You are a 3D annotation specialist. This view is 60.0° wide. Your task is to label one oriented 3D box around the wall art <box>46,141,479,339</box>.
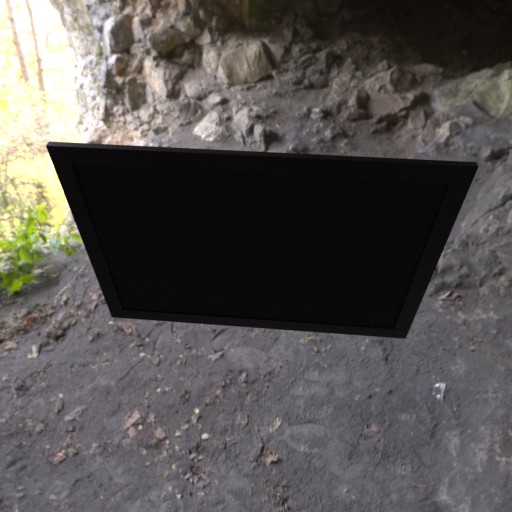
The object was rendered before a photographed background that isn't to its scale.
[{"bbox_3d":[0.000,0.000,0.837,0.660,0.447,0.013,4,46,4],"label":"wall art"}]
